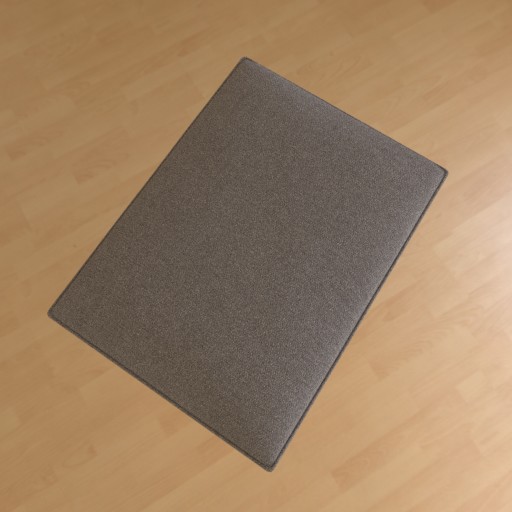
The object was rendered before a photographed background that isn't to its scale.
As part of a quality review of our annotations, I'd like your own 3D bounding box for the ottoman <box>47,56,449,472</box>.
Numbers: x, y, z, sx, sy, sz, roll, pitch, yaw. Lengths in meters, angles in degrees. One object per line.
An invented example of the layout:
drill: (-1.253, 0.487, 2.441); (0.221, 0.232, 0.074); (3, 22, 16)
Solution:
ottoman: (0.000, 0.000, 1.133); (0.583, 0.464, 0.785); (32, 78, 8)
